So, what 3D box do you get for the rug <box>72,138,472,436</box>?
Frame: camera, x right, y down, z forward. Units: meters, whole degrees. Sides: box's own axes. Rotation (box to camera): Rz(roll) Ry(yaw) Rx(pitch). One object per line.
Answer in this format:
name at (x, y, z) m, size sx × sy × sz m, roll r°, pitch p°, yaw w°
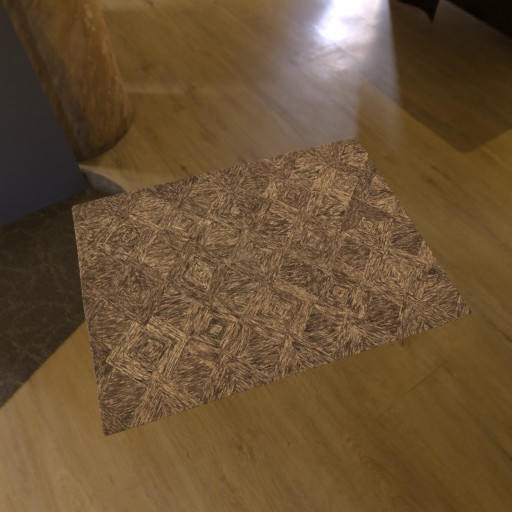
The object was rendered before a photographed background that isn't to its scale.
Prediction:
rug at (0.000, 0.000, 5.337) m, size 4.093 × 0.020 × 2.997 m, roll -16°, pitch 59°, yaw -10°
